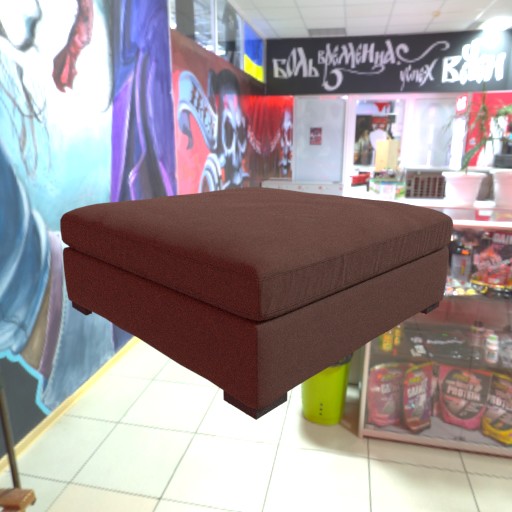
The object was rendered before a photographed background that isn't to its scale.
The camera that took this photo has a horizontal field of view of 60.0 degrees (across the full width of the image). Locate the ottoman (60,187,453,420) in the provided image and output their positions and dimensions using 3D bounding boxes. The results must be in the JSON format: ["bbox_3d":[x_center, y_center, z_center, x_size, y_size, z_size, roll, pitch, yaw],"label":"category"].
[{"bbox_3d":[0.000,0.000,1.864,1.181,0.470,1.181,15,21,43],"label":"ottoman"}]
